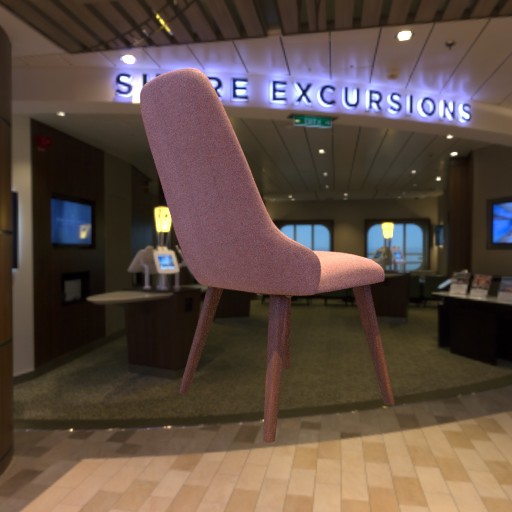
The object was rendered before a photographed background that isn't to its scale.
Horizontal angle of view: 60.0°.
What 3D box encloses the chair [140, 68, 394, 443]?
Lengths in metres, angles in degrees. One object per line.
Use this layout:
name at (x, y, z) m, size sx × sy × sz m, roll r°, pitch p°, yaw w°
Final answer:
chair at (0.000, 0.000, 1.369) m, size 0.707 × 0.918 × 0.535 m, roll -1°, pitch 1°, yaw -36°
